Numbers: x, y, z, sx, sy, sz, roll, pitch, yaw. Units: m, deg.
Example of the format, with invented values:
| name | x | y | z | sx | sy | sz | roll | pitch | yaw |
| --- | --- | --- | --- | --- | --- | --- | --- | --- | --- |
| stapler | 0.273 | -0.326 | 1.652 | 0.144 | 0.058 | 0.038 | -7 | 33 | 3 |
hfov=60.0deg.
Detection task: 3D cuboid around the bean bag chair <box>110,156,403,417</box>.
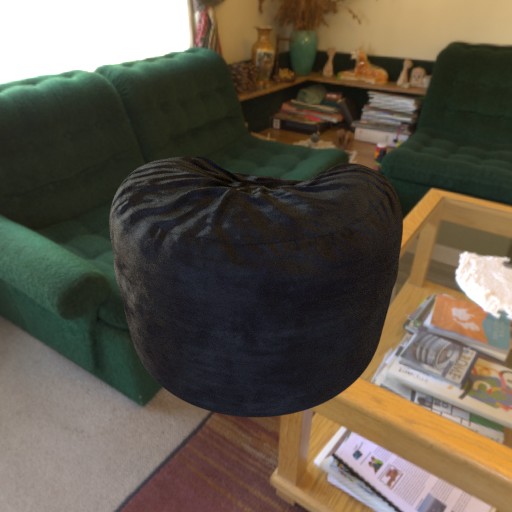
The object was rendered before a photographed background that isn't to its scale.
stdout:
| name | x | y | z | sx | sy | sz | roll | pitch | yaw |
| --- | --- | --- | --- | --- | --- | --- | --- | --- | --- |
| bean bag chair | 0.000 | 0.000 | 1.500 | 0.918 | 0.616 | 0.918 | 0 | 32 | 0 |
